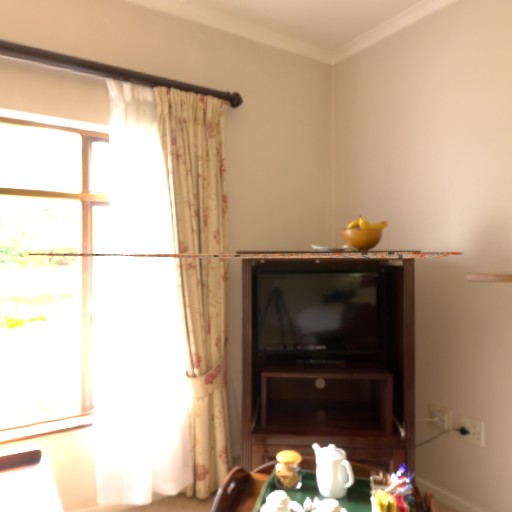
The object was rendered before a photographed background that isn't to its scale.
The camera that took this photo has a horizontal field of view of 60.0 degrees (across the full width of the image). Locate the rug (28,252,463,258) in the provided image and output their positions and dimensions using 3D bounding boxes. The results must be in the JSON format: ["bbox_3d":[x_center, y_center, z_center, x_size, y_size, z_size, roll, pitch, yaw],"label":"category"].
[{"bbox_3d":[0.000,0.000,3.057,2.439,0.029,1.537,0,-1,18],"label":"rug"}]
